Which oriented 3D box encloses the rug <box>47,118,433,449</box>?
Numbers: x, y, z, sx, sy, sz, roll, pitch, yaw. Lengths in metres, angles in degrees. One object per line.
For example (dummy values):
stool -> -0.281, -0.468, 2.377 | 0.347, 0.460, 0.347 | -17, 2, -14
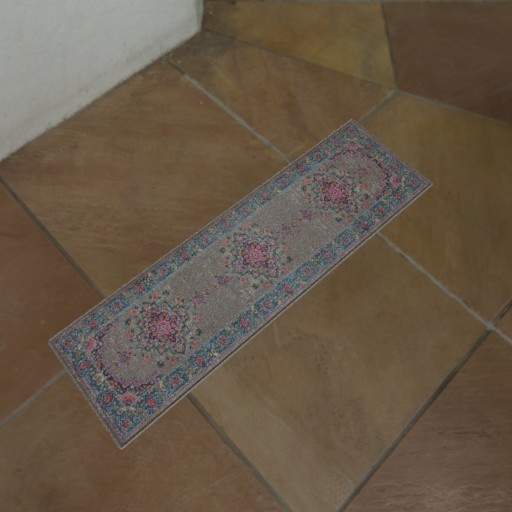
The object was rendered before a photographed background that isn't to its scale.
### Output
rug -> 0.000, 0.000, 2.007 | 1.827, 0.012, 0.553 | -38, 70, -16
